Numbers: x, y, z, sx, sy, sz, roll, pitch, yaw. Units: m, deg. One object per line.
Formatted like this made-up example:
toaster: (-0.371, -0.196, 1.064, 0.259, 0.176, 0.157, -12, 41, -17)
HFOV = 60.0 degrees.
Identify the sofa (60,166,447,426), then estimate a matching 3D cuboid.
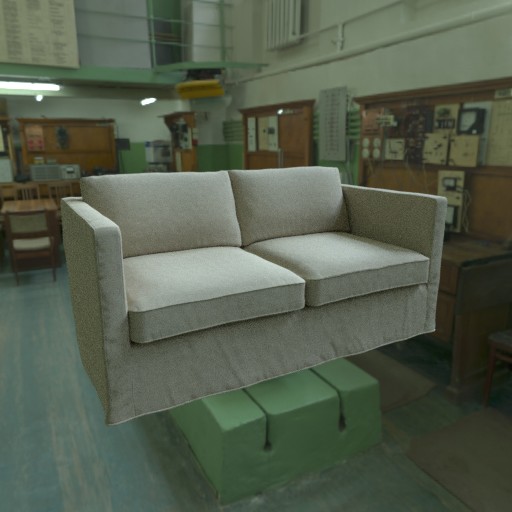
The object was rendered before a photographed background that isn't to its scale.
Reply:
sofa: (0.000, 0.000, 2.246, 1.719, 0.835, 0.962, -8, 16, -28)
